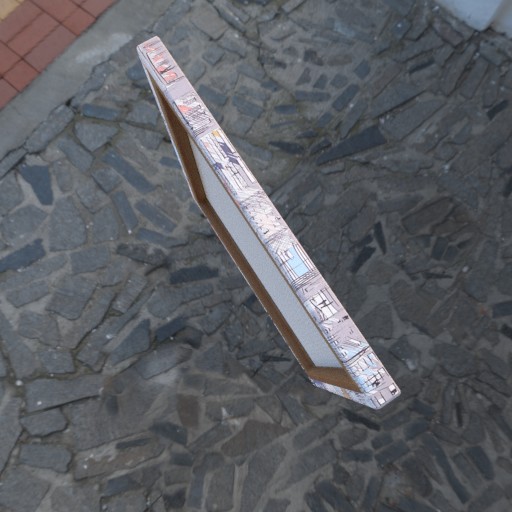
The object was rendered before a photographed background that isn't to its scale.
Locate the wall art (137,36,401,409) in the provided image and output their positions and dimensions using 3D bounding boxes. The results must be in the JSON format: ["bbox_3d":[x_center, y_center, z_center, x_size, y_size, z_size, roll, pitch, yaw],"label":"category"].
[{"bbox_3d":[0.000,0.000,1.118,0.048,0.762,0.761,-32,78,-7],"label":"wall art"}]
